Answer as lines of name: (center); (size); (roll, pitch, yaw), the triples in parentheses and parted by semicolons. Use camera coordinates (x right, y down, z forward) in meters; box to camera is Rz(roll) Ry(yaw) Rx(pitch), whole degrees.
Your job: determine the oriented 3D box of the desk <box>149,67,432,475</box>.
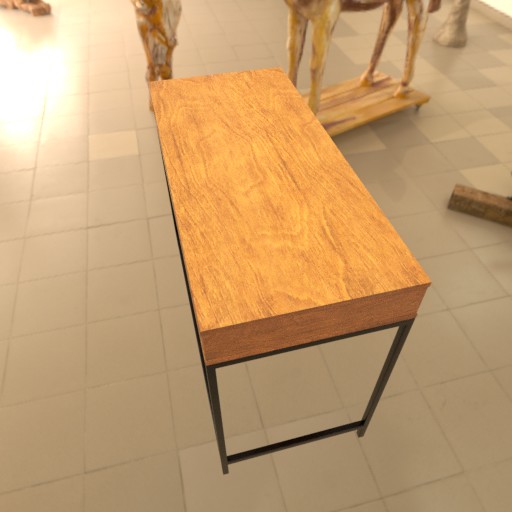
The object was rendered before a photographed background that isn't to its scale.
desk: (0.000, 0.000, 1.441); (0.470, 0.762, 1.016); (-11, 47, -10)
